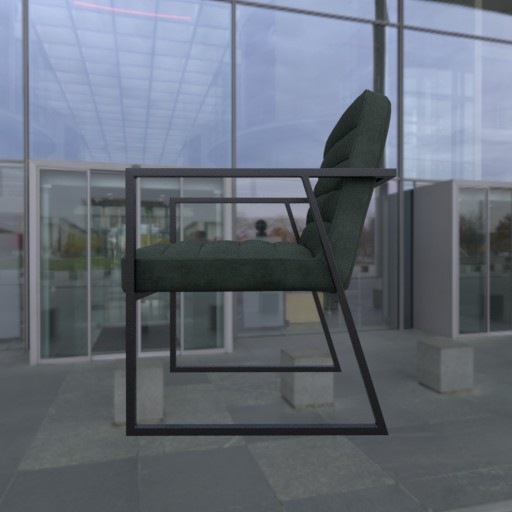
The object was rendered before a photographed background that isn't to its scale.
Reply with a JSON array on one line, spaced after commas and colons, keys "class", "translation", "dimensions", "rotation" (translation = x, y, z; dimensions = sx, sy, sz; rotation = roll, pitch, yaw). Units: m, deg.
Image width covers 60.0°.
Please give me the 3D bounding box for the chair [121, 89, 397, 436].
[{"class": "chair", "translation": [0.000, 0.000, 1.314], "dimensions": [0.677, 0.833, 0.571], "rotation": [0, 0, 0]}]
